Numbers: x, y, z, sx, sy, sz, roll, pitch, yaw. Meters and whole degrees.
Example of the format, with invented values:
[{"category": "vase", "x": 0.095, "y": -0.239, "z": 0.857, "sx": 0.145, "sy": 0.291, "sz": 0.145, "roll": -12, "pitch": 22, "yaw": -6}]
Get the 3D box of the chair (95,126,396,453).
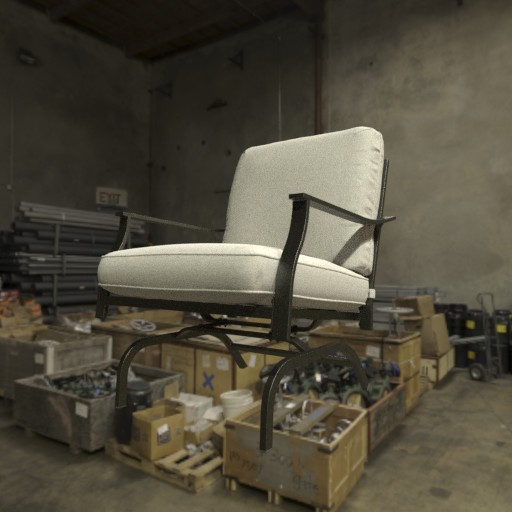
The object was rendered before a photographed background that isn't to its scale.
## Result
[{"category": "chair", "x": 0.000, "y": 0.000, "z": 1.372, "sx": 0.650, "sy": 0.860, "sz": 0.787, "roll": -1, "pitch": -1, "yaw": 36}]
